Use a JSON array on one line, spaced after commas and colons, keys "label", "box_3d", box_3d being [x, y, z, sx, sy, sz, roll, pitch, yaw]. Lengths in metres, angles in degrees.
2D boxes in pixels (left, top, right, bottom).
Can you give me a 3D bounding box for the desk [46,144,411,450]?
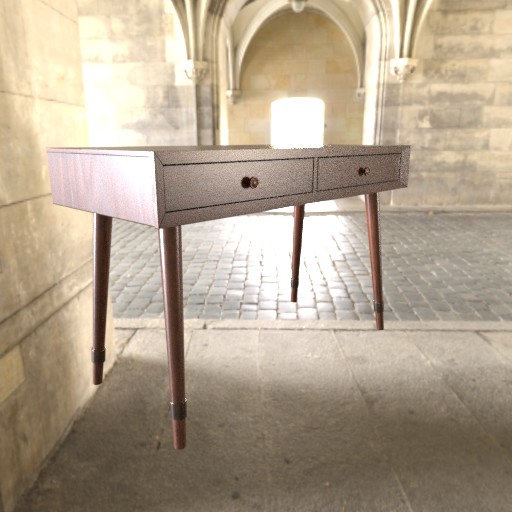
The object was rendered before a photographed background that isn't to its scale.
[{"label": "desk", "box_3d": [0.000, 0.000, 2.144, 0.734, 1.031, 1.577, 14, 20, 42]}]
